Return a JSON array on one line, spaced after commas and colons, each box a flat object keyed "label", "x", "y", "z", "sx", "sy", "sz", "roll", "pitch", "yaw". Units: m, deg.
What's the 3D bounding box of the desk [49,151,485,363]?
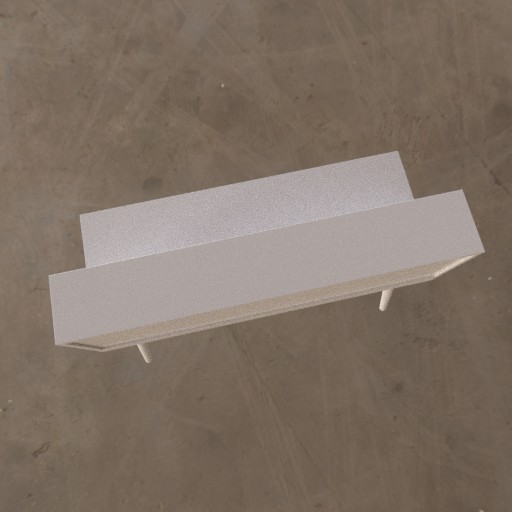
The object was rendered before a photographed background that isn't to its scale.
[{"label": "desk", "x": 0.000, "y": 0.000, "z": 1.744, "sx": 1.199, "sy": 0.990, "sz": 0.559, "roll": -12, "pitch": 76, "yaw": -3}]
